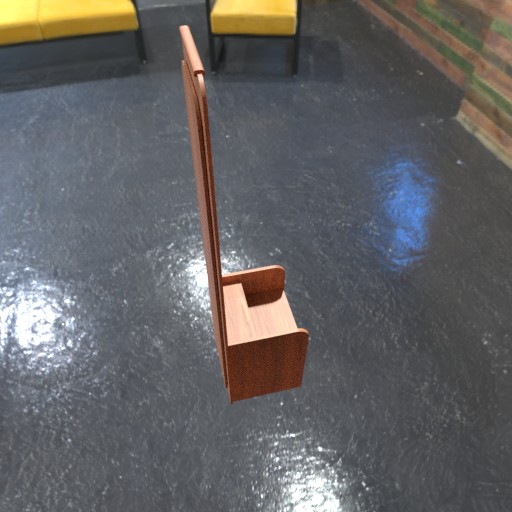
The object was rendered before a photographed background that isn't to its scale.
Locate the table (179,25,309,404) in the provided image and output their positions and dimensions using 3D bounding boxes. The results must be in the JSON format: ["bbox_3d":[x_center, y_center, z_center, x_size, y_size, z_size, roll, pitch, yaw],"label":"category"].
[{"bbox_3d":[0.000,0.000,1.950,0.420,1.830,0.450,-10,48,-9],"label":"table"}]
